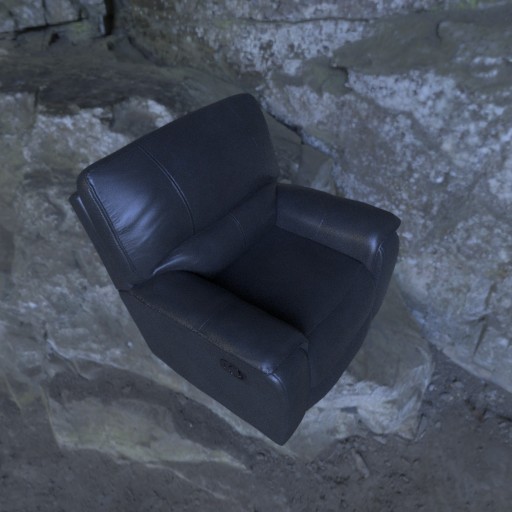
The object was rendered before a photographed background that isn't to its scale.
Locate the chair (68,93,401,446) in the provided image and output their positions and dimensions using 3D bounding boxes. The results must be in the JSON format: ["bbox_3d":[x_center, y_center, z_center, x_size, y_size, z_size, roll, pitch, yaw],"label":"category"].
[{"bbox_3d":[0.000,0.000,2.044,1.087,1.109,1.096,26,48,26],"label":"chair"}]
